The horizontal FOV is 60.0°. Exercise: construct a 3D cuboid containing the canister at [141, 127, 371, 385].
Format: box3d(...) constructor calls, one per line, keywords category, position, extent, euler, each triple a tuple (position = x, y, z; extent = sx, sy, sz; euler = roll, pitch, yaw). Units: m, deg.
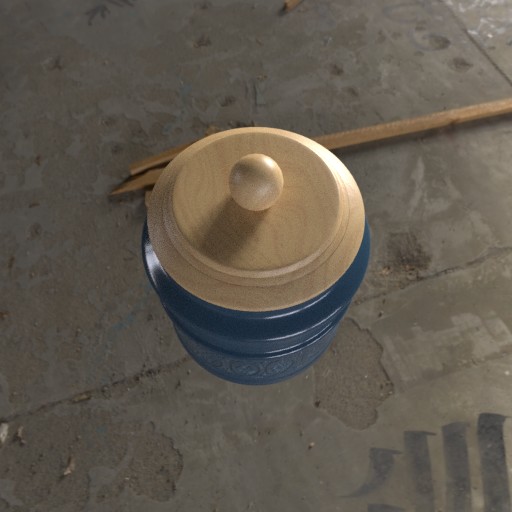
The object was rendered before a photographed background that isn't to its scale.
box3d(category="canister", position=(0.000, 0.000, 0.278), extent=(0.130, 0.176, 0.130), euler=(0, 62, 0))
